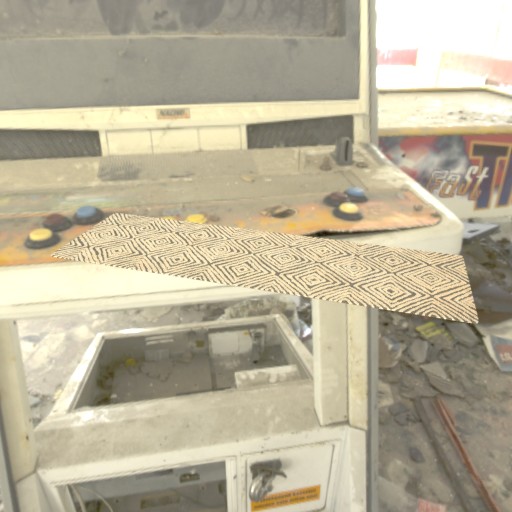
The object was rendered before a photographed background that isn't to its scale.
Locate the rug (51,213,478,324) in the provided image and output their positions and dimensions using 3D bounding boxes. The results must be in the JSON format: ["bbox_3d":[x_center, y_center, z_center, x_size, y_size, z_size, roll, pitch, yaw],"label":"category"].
[{"bbox_3d":[0.000,0.000,2.549,2.277,0.008,0.676,8,29,15],"label":"rug"}]
